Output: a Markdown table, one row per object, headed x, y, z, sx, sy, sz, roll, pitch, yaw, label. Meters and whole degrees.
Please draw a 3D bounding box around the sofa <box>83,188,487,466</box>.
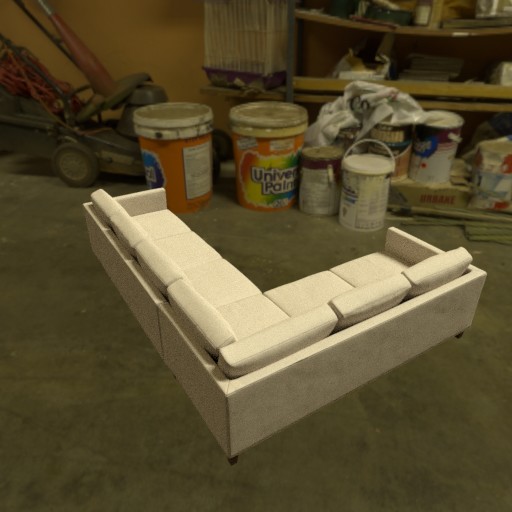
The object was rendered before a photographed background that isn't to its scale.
| x | y | z | sx | sy | sz | roll | pitch | yaw | label |
| --- | --- | --- | --- | --- | --- | --- | --- | --- | --- |
| 0.000 | 0.000 | 4.293 | 2.432 | 0.863 | 3.182 | -18 | 34 | -28 | sofa |
